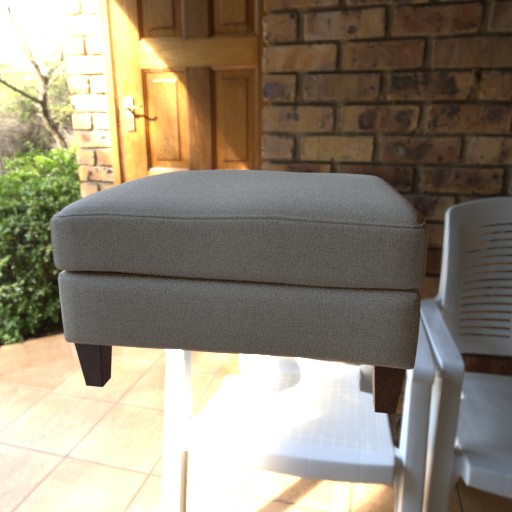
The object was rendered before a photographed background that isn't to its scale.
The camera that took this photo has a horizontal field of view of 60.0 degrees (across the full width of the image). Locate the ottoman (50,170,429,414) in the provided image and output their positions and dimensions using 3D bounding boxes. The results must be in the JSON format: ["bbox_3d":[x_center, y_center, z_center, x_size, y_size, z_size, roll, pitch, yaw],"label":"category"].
[{"bbox_3d":[0.000,0.000,1.362,0.838,0.503,0.838,2,16,8],"label":"ottoman"}]
